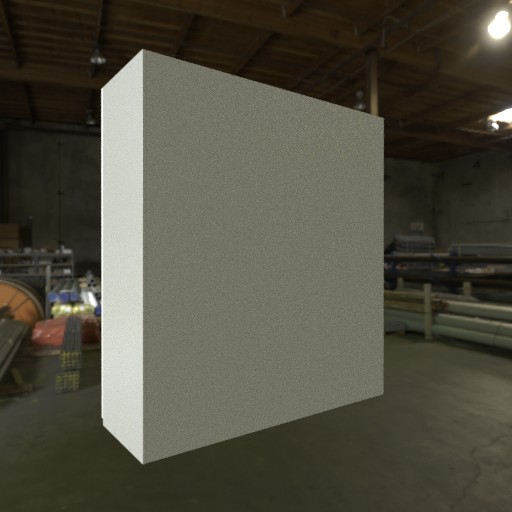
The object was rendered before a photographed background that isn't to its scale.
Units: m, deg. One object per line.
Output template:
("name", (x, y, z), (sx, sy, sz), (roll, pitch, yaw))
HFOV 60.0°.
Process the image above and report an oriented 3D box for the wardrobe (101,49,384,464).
("wardrobe", (0.000, 0.000, 2.862), (1.780, 1.960, 0.629), (0, 0, -36))
